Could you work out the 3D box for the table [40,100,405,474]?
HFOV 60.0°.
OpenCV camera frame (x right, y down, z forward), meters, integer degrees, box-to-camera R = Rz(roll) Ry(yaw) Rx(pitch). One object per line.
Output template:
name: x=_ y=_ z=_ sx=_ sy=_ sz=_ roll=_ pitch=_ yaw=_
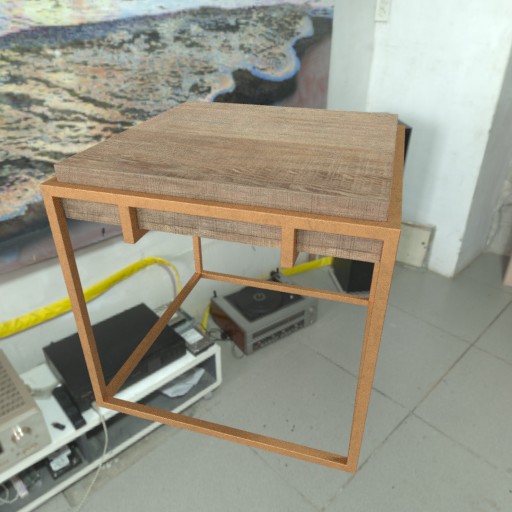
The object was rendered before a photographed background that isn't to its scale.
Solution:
table: x=0.000 y=0.000 z=1.068 sx=0.599 sy=0.584 sz=0.599 roll=9 pitch=32 yaw=14
